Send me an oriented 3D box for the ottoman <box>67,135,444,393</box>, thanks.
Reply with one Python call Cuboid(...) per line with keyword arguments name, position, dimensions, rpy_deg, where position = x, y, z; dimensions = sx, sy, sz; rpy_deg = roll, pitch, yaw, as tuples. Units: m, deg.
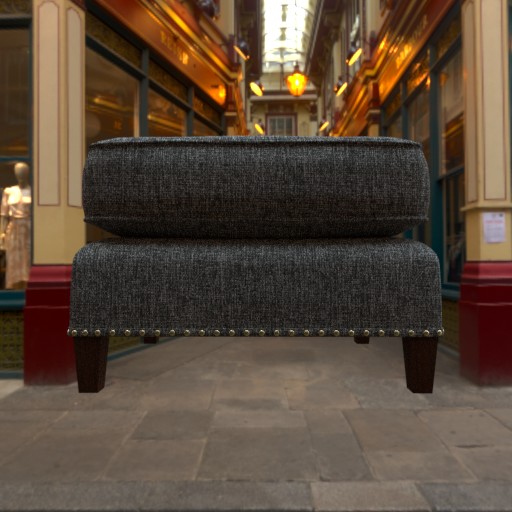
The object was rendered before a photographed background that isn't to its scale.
Cuboid(name="ottoman", position=(0.000, 0.000, 1.140), dimensions=(0.738, 0.537, 0.589), rpy_deg=(0, 0, 0))
